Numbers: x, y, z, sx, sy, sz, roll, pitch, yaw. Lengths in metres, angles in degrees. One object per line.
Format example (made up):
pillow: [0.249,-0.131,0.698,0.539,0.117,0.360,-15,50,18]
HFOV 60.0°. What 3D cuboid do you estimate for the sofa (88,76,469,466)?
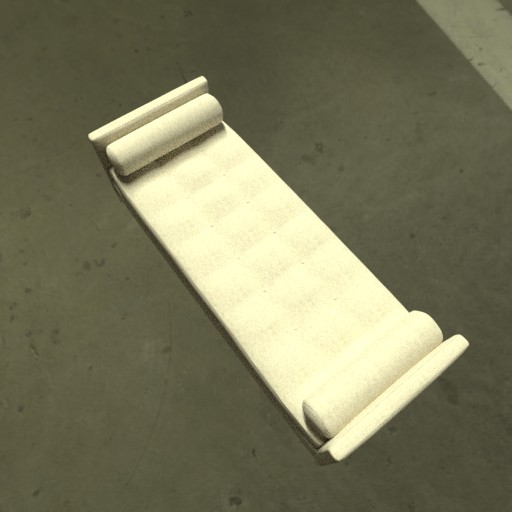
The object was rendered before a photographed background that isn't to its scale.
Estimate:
sofa: [0.000,0.000,2.470,0.797,0.655,2.102,-34,68,-16]
